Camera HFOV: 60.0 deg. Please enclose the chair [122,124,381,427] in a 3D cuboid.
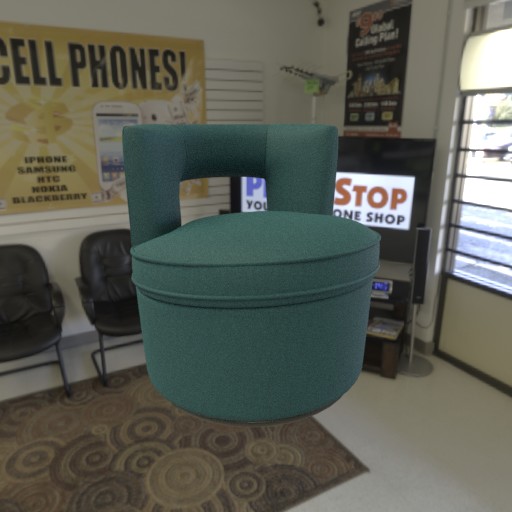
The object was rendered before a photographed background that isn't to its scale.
[{"bbox_3d":[0.000,0.000,1.246,0.684,0.711,0.660,-8,18,-25],"label":"chair"}]
